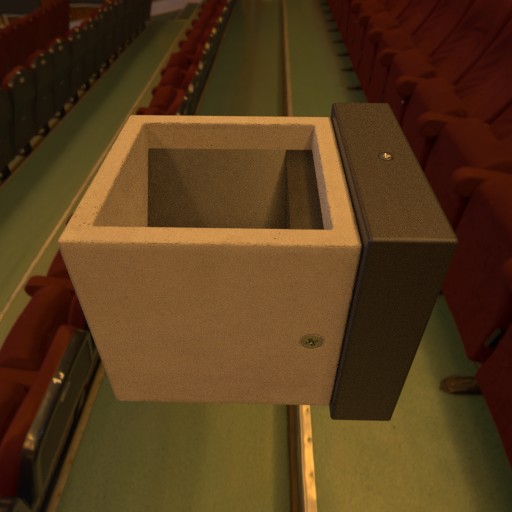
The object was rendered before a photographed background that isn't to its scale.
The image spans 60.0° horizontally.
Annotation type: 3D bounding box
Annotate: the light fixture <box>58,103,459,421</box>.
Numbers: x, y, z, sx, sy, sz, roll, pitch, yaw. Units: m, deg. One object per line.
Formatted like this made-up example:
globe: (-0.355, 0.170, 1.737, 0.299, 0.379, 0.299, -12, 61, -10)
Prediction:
light fixture: (0.000, 0.000, 0.237, 0.143, 0.121, 0.121, 1, 41, 1)
